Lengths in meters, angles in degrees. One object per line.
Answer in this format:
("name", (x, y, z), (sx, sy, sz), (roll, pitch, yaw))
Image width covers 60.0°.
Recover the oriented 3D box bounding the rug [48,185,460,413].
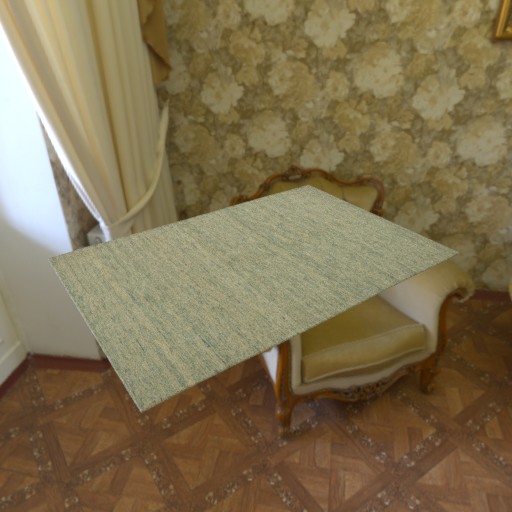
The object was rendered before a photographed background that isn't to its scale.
("rug", (0.000, 0.000, 2.958), (2.283, 0.013, 1.547), (-20, 36, -30))
